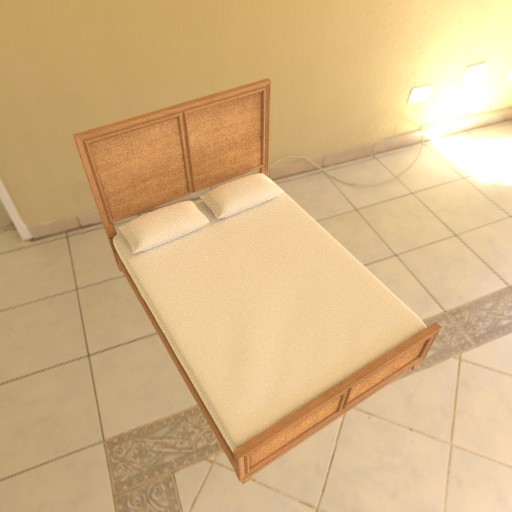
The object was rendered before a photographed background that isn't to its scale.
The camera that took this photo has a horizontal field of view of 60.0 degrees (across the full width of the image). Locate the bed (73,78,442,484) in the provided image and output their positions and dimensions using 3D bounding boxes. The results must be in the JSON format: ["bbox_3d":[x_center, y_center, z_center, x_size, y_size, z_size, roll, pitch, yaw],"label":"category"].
[{"bbox_3d":[0.000,0.000,3.217,1.606,1.387,2.184,-25,52,-21],"label":"bed"}]
